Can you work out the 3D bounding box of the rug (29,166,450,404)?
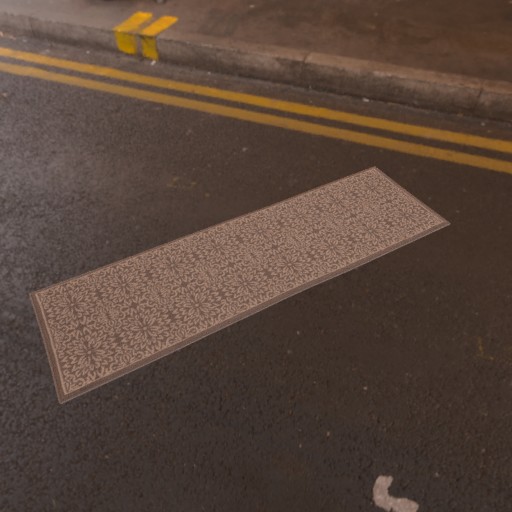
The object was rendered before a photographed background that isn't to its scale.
[{"bbox_3d":[0.000,0.000,2.361,2.196,0.011,0.662,-22,50,-20],"label":"rug"}]
